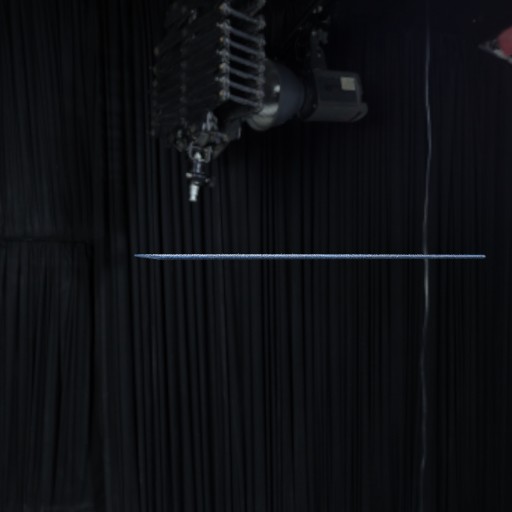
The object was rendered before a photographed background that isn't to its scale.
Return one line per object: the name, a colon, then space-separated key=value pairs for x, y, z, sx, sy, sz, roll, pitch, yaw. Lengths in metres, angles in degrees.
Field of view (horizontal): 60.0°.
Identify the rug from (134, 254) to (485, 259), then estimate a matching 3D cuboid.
rug: x=0.000 y=0.000 z=3.040 sx=1.526 sy=0.015 sz=2.441 roll=0 pitch=0 yaw=-17
